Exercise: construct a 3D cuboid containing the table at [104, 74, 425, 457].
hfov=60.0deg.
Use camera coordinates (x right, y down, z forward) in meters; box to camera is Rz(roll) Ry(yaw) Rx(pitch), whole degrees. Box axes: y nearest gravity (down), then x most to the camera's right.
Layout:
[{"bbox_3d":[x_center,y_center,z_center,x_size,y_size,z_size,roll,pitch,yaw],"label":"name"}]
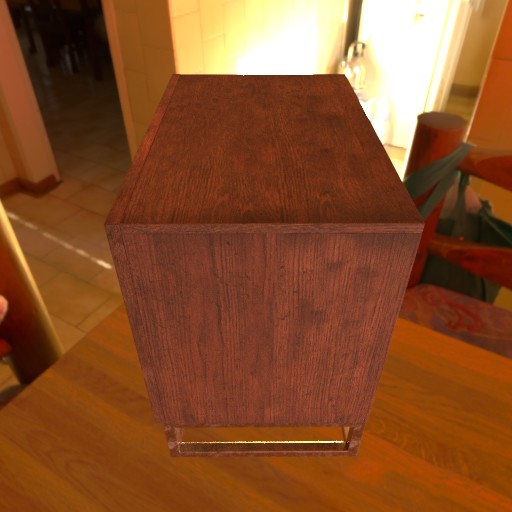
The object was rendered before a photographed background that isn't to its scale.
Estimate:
[{"bbox_3d":[0.000,0.000,1.226,0.542,0.746,0.767,0,39,0],"label":"table"}]
